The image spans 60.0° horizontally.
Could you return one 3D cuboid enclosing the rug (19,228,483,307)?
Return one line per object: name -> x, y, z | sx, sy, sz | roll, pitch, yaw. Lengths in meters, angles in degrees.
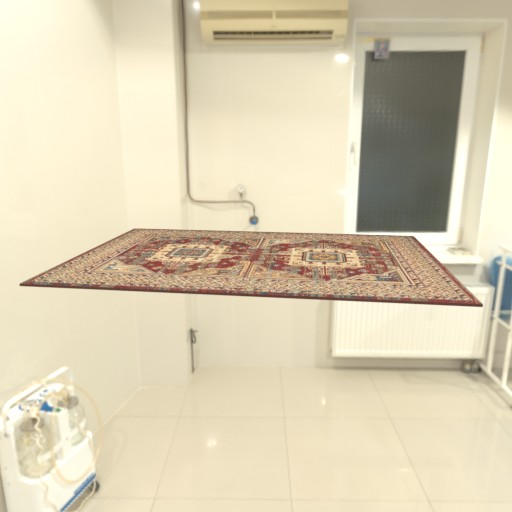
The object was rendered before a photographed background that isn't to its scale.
rug -> 0.000, 0.000, 5.786 | 4.578, 0.033, 3.033 | 2, 15, 7
